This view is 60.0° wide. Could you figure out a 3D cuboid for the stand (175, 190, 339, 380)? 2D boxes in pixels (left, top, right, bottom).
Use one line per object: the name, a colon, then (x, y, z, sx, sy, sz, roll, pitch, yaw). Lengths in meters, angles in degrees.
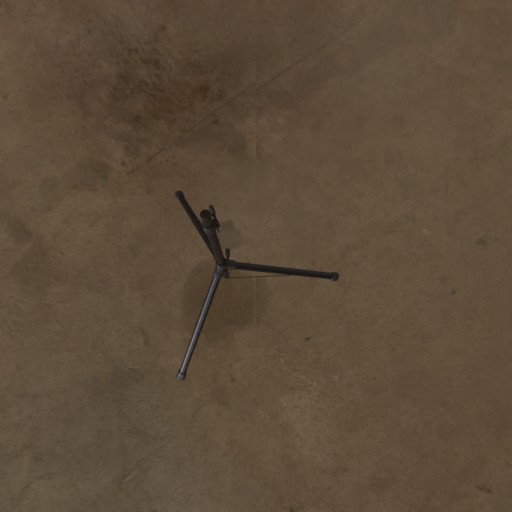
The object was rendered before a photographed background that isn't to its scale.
stand: (0.000, 0.000, 1.897, 0.907, 1.136, 1.045, -1, 76, 0)
